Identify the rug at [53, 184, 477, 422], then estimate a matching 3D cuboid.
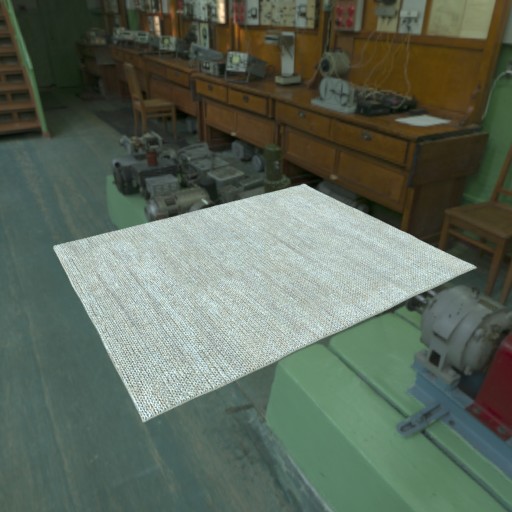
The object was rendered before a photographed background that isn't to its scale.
[{"bbox_3d":[0.000,0.000,4.051,3.052,0.030,2.429,-18,34,-28],"label":"rug"}]
